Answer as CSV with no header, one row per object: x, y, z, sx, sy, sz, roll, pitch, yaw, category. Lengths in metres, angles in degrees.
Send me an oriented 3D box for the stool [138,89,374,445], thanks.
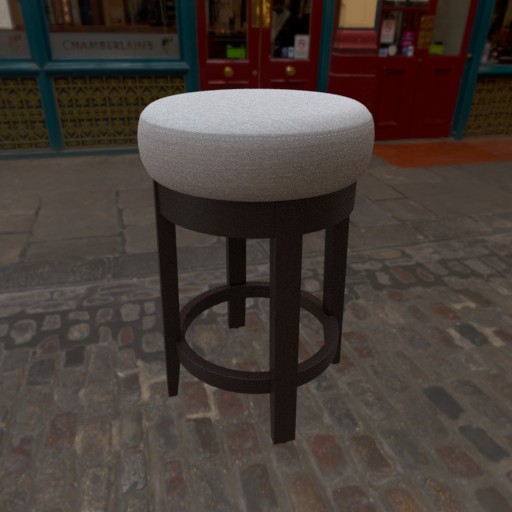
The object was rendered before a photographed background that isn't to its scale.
0.000,0.000,0.972,0.443,0.672,0.443,0,27,0,stool
